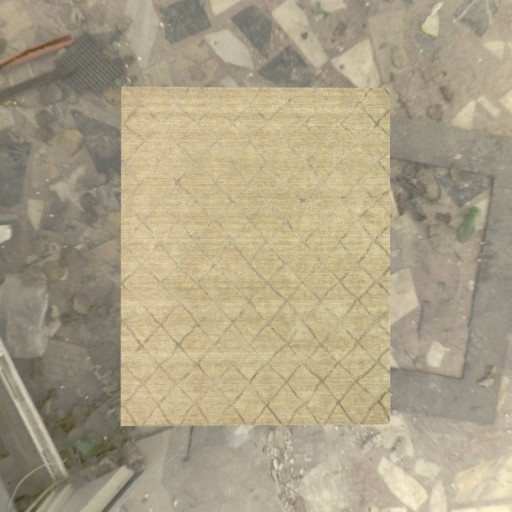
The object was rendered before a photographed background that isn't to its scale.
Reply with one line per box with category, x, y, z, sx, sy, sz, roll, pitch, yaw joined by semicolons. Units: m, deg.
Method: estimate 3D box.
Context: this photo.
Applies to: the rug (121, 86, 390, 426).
rug;0.000;0.000;3.990;2.420;0.019;3.038;0;90;-1
